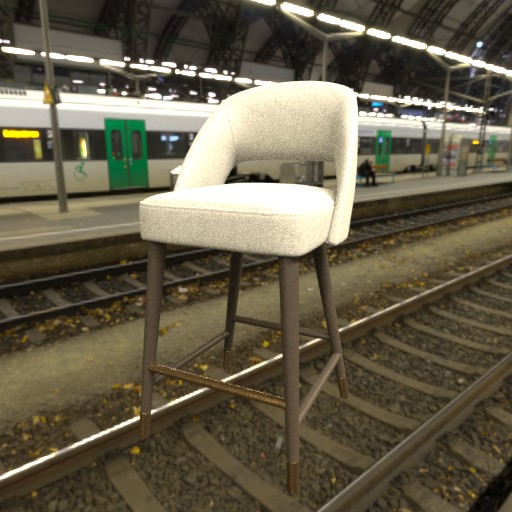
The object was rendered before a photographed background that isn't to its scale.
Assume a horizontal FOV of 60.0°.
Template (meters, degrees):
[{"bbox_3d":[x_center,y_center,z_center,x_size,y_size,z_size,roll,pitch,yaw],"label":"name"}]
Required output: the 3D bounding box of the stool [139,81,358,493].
[{"bbox_3d":[0.000,0.000,1.193,0.494,0.940,0.509,7,15,26],"label":"stool"}]
